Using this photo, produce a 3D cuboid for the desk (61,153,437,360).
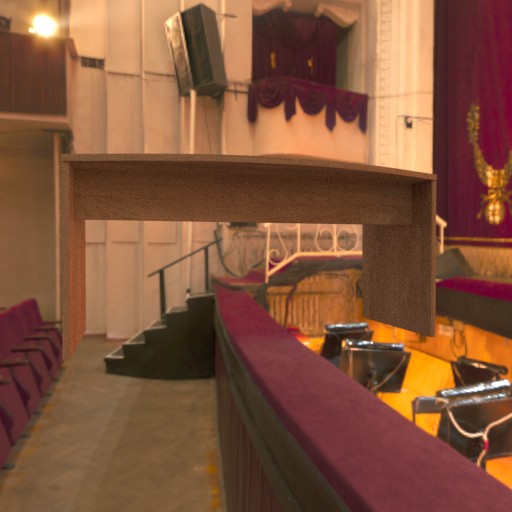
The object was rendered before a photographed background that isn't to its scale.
[{"bbox_3d":[0.000,0.000,2.054,1.600,0.752,0.802,0,1,-16],"label":"desk"}]
